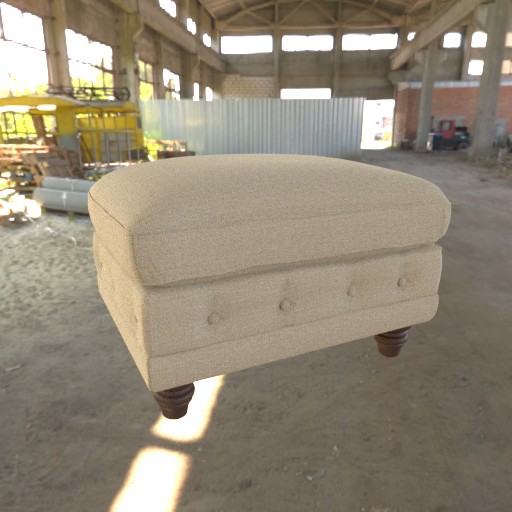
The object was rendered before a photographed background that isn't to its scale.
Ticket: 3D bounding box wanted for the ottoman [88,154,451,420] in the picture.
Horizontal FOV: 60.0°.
[{"bbox_3d":[0.000,0.000,1.042,0.684,0.463,0.541,-8,17,-26],"label":"ottoman"}]
